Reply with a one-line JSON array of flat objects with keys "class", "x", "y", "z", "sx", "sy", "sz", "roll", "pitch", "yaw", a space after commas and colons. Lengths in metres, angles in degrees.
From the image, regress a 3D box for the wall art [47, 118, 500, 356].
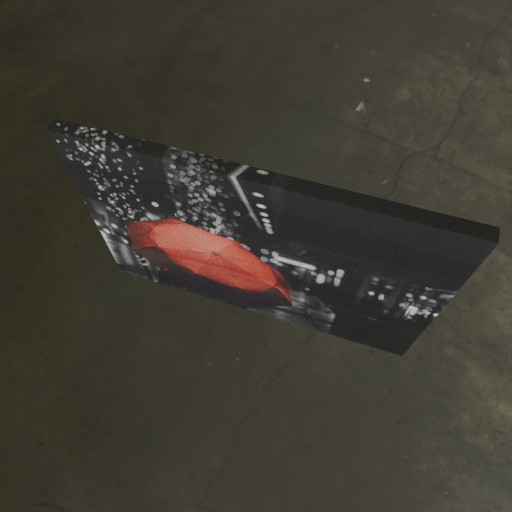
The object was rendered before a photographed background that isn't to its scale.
[{"class": "wall art", "x": 0.000, "y": 0.000, "z": 1.123, "sx": 0.914, "sy": 0.609, "sz": 0.038, "roll": 16, "pitch": 60, "yaw": 9}]
